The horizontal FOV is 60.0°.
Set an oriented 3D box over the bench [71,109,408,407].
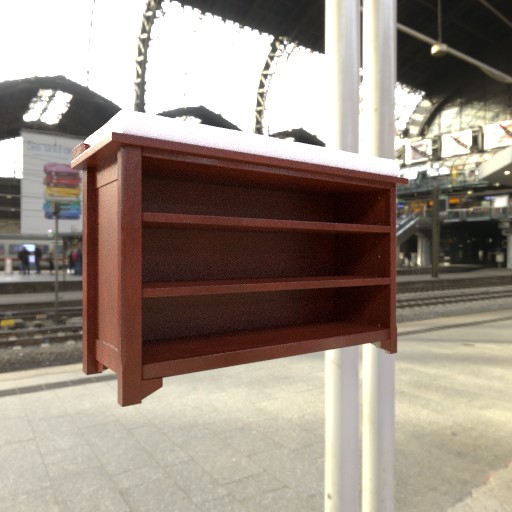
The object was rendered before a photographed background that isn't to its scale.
[{"bbox_3d":[0.000,0.000,1.355,0.987,0.646,0.369,0,0,-35],"label":"bench"}]
